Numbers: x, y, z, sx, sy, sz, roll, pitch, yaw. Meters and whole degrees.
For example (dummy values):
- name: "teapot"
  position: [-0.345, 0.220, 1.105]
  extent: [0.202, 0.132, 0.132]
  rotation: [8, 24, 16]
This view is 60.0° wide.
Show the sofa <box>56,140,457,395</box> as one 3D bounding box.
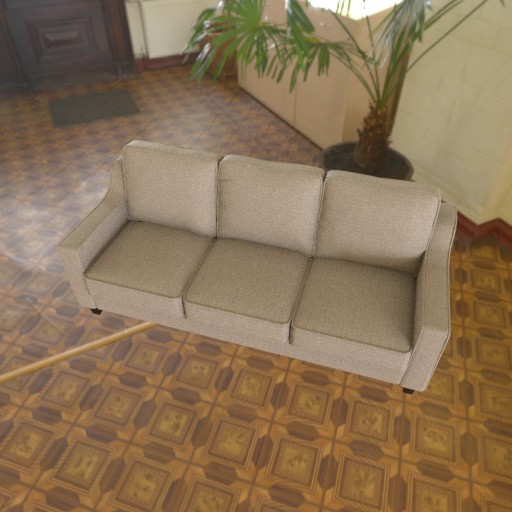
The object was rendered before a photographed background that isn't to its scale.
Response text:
- name: "sofa"
  position: [0.000, 0.000, 2.645]
  extent: [2.129, 0.950, 0.899]
  rotation: [12, 43, 13]
